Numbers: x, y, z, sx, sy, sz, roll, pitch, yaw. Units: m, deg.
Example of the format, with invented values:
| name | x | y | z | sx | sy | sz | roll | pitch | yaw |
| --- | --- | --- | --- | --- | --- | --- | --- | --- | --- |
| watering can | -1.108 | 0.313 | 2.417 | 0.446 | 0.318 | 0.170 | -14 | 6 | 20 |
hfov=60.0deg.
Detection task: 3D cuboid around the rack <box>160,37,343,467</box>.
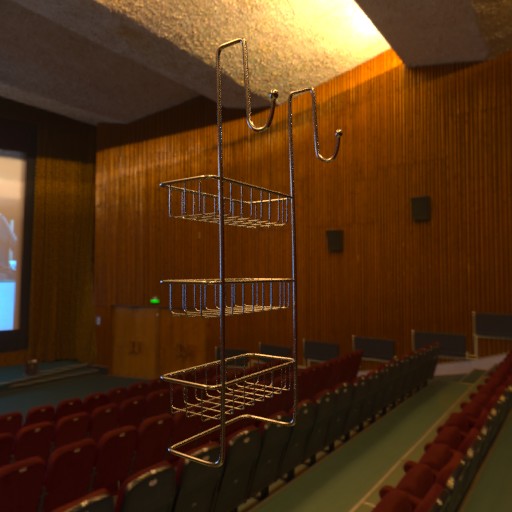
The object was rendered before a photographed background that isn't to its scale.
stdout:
| name | x | y | z | sx | sy | sz | roll | pitch | yaw |
| --- | --- | --- | --- | --- | --- | --- | --- | --- | --- |
| rack | 0.000 | 0.000 | 0.683 | 0.202 | 0.574 | 0.228 | -1 | -2 | 35 |
